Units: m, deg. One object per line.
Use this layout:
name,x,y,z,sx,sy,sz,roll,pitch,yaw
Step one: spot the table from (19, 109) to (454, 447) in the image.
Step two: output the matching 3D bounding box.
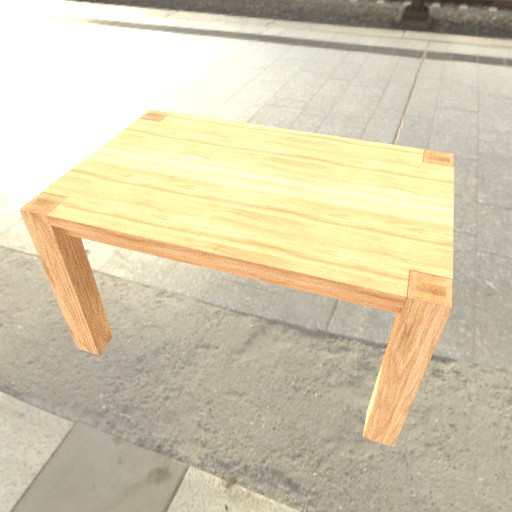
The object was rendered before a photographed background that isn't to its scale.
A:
table,0.000,0.000,1.903,1.400,0.760,0.900,13,42,14
